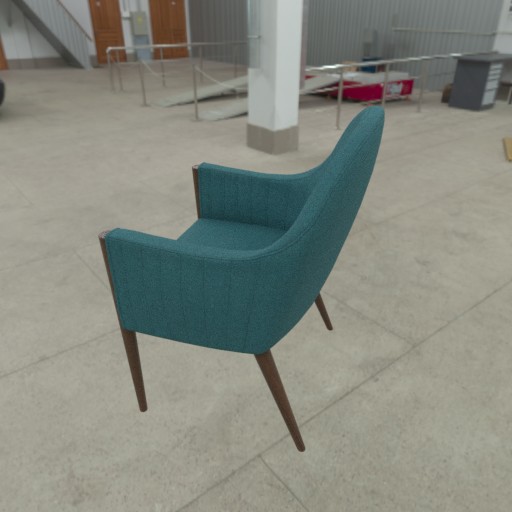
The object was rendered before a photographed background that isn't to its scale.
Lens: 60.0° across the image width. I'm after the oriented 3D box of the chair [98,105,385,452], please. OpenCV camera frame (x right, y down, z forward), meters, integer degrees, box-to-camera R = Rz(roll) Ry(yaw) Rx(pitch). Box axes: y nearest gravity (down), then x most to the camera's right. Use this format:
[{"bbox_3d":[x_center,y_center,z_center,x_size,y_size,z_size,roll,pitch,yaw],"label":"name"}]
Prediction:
[{"bbox_3d":[0.000,0.000,1.364,0.652,0.907,0.656,8,30,14],"label":"chair"}]
